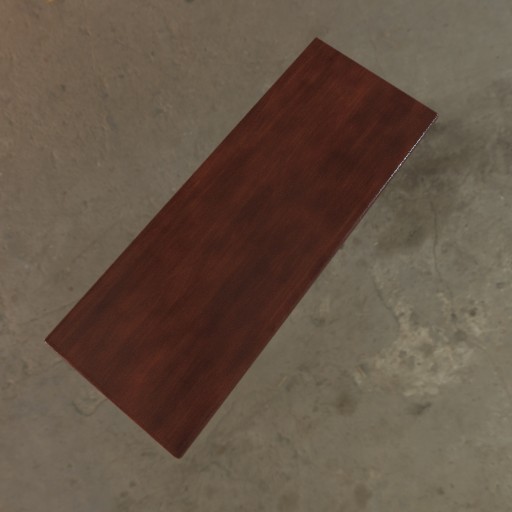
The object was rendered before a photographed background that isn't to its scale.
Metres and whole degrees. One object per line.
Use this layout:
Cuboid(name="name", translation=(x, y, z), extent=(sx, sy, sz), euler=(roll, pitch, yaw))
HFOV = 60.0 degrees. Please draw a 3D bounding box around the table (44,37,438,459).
Cuboid(name="table", translation=(0.000, 0.000, 1.564), extent=(0.459, 0.740, 1.184), euler=(37, 78, 10))
